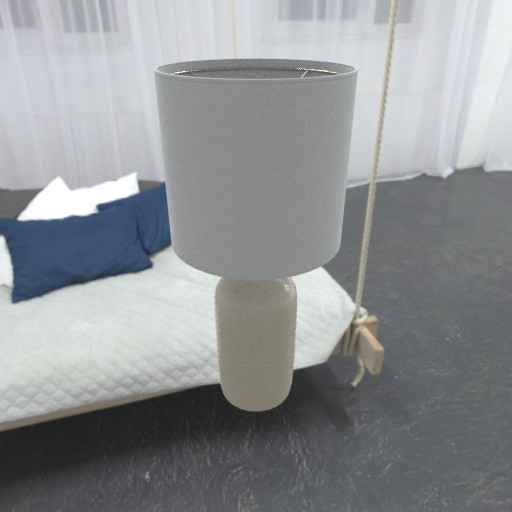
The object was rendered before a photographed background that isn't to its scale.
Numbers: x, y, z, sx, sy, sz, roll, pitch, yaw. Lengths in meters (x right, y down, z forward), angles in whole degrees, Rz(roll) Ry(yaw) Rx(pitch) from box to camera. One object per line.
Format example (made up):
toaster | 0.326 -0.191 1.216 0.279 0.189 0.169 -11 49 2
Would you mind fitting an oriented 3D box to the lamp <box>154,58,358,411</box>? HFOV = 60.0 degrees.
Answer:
lamp | 0.000 0.000 0.602 0.220 0.475 0.220 -20 34 -32
